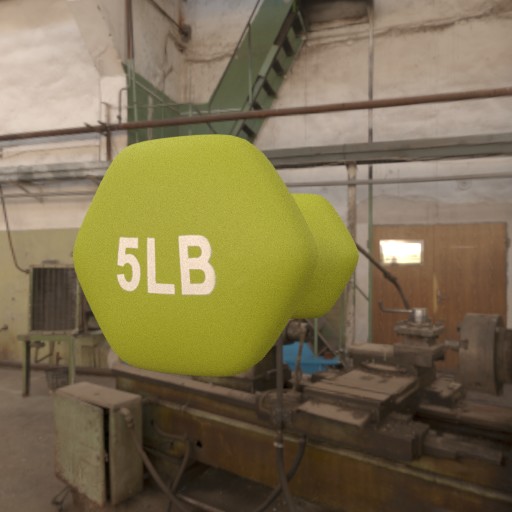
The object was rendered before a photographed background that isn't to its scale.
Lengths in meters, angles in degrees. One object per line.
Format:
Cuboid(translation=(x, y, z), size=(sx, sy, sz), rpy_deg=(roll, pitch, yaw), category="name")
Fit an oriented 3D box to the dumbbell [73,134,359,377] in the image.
Cuboid(translation=(0.000, 0.000, 0.200), size=(0.080, 0.072, 0.164), rpy_deg=(0, 0, 19), category="dumbbell")
